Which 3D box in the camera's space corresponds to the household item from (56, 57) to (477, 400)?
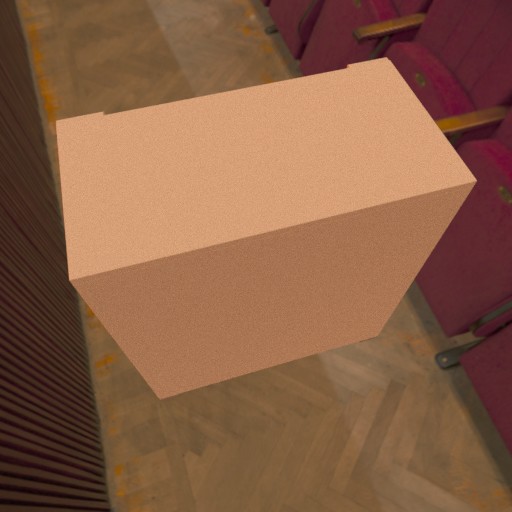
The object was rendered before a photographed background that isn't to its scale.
[{"bbox_3d":[0.000,0.000,1.305,0.800,0.870,0.420,-14,60,-8],"label":"household item"}]
